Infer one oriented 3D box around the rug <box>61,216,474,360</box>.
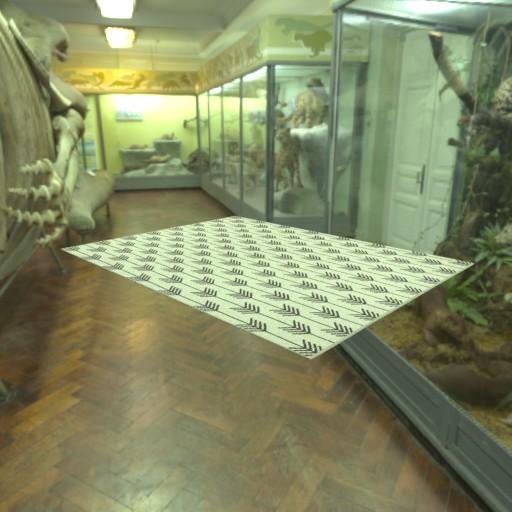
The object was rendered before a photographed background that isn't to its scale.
[{"bbox_3d":[0.000,0.000,4.098,3.061,0.010,2.330,15,22,42],"label":"rug"}]
